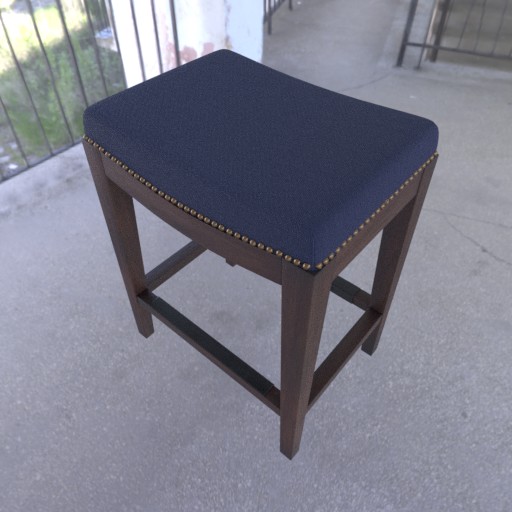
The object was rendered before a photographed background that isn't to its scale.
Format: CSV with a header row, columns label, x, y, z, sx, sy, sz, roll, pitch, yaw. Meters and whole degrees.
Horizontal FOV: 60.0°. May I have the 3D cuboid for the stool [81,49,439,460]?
label,x,y,z,sx,sy,sz,roll,pitch,yaw
stool,0.000,0.000,0.919,0.500,0.642,0.361,31,54,27
